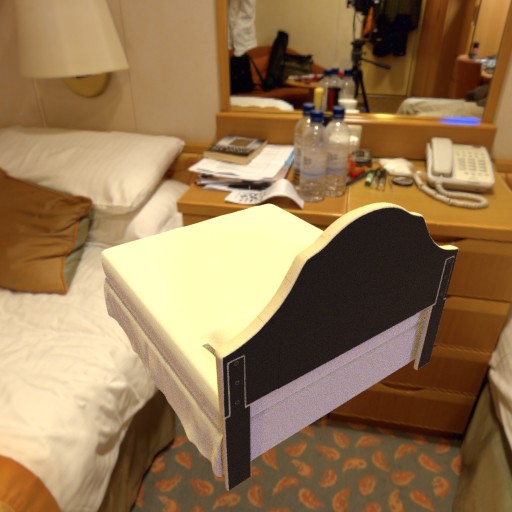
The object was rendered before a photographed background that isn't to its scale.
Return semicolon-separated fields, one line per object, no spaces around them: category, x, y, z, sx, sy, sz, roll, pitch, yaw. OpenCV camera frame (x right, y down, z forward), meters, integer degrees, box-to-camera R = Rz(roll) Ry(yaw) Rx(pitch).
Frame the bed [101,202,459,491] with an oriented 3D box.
bed;0.000;0.000;3.556;2.008;1.615;2.214;-19;35;-30
